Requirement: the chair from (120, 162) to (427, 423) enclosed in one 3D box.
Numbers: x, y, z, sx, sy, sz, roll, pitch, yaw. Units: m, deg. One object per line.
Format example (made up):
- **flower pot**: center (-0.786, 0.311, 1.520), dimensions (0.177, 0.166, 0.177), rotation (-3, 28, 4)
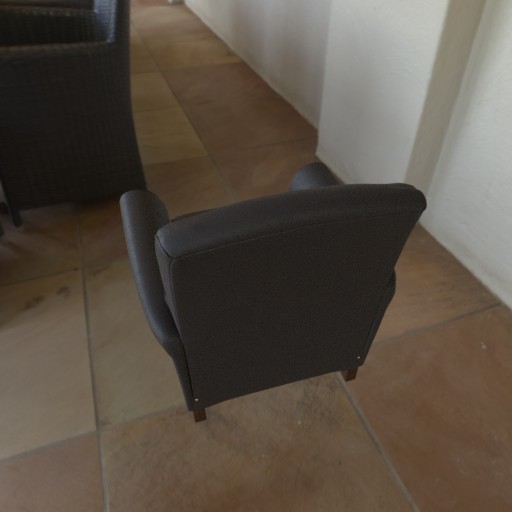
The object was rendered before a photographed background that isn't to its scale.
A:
- **chair**: center (0.000, 0.000, 1.758), dimensions (0.978, 1.061, 0.902), rotation (-11, 42, -12)
